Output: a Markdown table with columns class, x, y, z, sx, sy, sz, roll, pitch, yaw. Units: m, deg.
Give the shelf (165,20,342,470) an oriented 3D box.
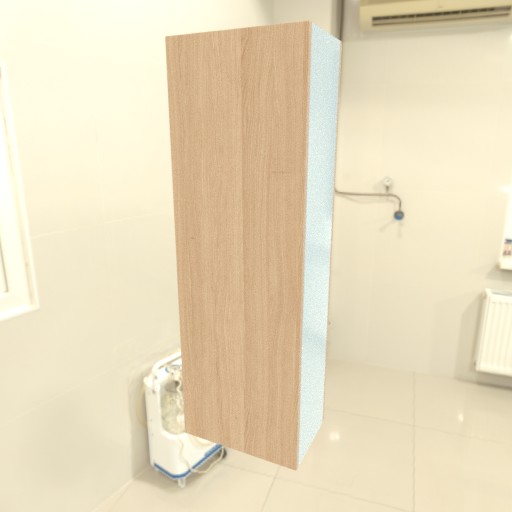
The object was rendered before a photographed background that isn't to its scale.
| class | x | y | z | sx | sy | sz | roll | pitch | yaw |
| --- | --- | --- | --- | --- | --- | --- | --- | --- | --- |
| shelf | 0.000 | 0.000 | 0.986 | 0.290 | 0.882 | 0.197 | 8 | 17 | 25 |
